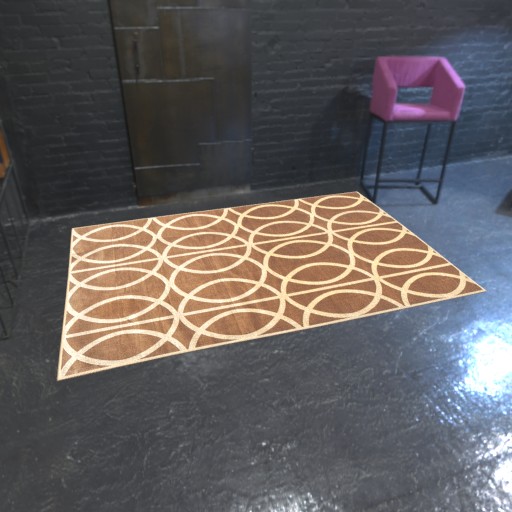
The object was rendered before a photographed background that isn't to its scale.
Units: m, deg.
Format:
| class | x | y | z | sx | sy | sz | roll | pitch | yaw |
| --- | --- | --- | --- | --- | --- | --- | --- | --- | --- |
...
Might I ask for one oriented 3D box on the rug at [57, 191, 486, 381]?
| class | x | y | z | sx | sy | sz | roll | pitch | yaw |
| --- | --- | --- | --- | --- | --- | --- | --- | --- | --- |
| rug | 0.000 | 0.000 | 2.849 | 2.294 | 0.014 | 1.528 | -9 | 32 | -15 |
